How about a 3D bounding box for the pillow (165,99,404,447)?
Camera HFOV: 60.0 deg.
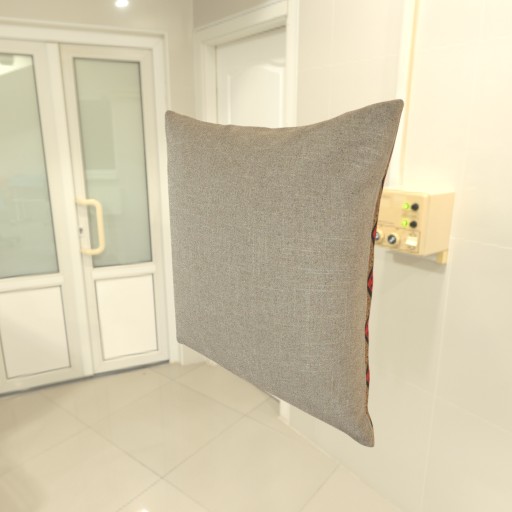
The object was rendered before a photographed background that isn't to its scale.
[{"bbox_3d":[0.000,0.000,0.788,0.158,0.511,0.513,-15,21,-43],"label":"pillow"}]
